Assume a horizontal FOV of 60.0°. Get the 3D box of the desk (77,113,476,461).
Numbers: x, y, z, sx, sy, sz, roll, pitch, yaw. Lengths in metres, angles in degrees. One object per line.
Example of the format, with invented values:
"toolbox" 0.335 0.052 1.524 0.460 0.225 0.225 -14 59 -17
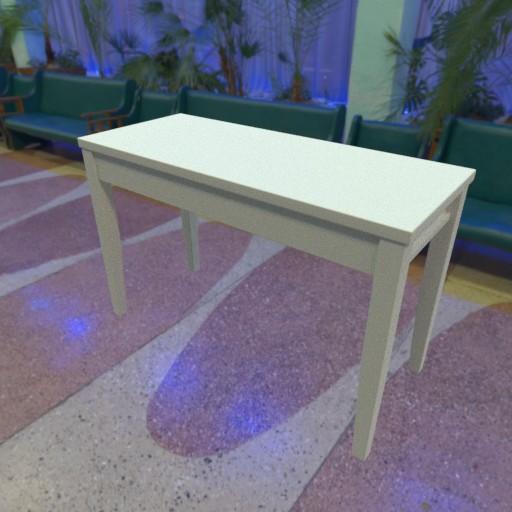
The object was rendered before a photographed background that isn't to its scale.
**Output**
"desk" 0.000 0.000 1.623 1.220 0.775 0.508 21 36 32
